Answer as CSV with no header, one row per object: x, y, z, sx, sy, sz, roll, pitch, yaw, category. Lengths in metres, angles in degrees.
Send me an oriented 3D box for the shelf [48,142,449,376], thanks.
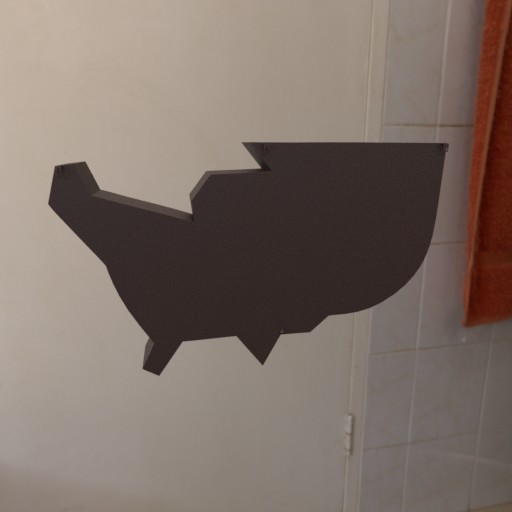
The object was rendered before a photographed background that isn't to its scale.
0.000,0.000,0.883,0.729,0.439,0.112,-3,15,-10,shelf
